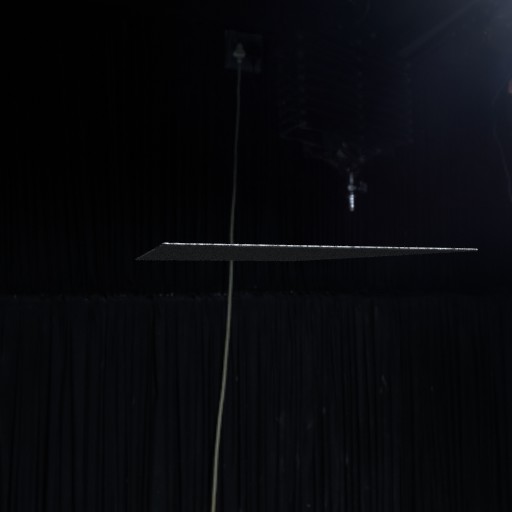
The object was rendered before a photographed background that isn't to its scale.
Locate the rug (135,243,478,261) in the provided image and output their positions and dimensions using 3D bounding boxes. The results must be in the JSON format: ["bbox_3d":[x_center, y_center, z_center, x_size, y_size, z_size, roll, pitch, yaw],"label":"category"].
[{"bbox_3d":[0.000,0.000,3.115,1.546,0.010,2.442,1,-2,-18],"label":"rug"}]
